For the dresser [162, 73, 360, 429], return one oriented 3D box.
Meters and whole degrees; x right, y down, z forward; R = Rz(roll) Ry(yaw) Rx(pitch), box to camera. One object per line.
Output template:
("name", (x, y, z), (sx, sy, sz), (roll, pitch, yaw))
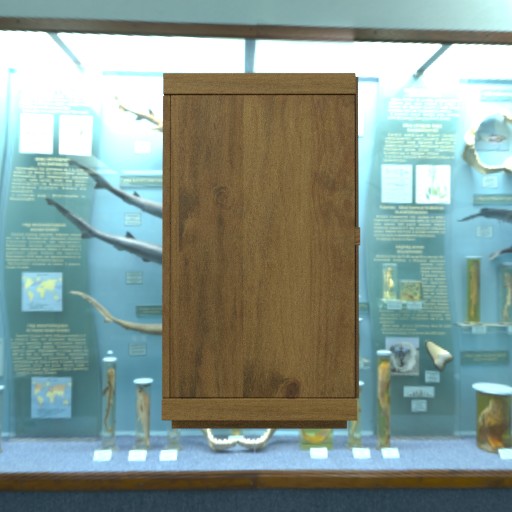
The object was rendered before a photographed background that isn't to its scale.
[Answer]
("dresser", (0.000, 0.000, 1.636), (0.479, 0.825, 1.261), (0, -1, 0))
